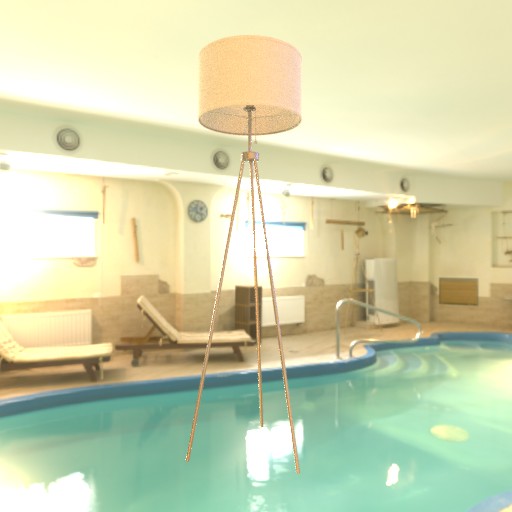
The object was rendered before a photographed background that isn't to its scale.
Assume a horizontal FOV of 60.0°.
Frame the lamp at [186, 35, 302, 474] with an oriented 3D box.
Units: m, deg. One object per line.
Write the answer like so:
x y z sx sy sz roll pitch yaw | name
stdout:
0.000 0.000 1.744 0.458 1.545 0.448 0 0 37 | lamp
